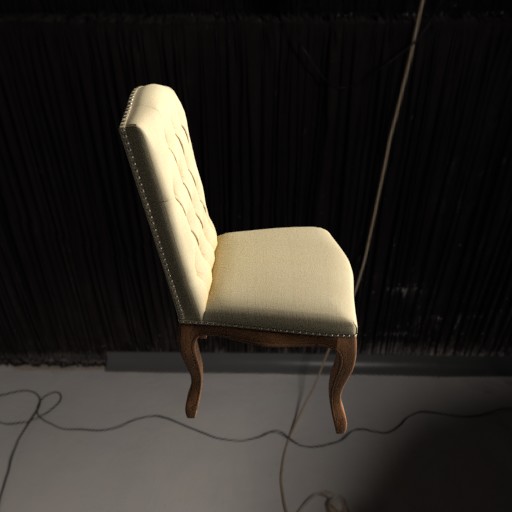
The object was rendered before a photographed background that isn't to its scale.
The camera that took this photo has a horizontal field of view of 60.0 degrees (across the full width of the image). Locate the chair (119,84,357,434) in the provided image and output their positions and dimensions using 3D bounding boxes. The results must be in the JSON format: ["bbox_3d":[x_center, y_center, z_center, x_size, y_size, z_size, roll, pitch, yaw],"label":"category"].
[{"bbox_3d":[0.000,0.000,1.591,0.715,1.165,0.623,0,32,0],"label":"chair"}]
